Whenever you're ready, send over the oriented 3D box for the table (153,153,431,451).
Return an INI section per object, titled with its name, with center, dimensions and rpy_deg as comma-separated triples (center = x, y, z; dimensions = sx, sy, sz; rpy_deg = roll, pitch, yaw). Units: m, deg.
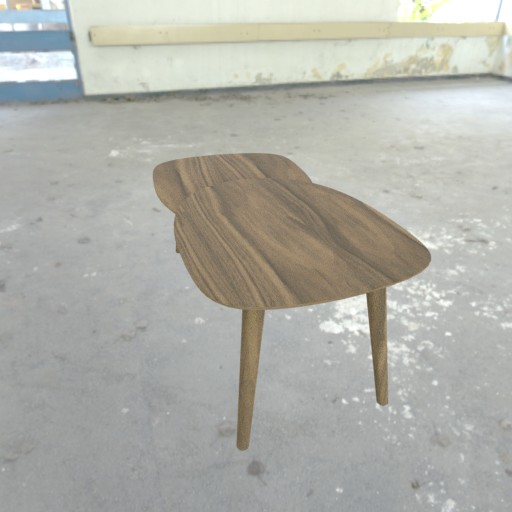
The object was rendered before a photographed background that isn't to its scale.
[table]
center = 0.000, 0.000, 1.358
dimensions = 0.527, 0.429, 1.084
rpy_deg = -9, 31, -15
